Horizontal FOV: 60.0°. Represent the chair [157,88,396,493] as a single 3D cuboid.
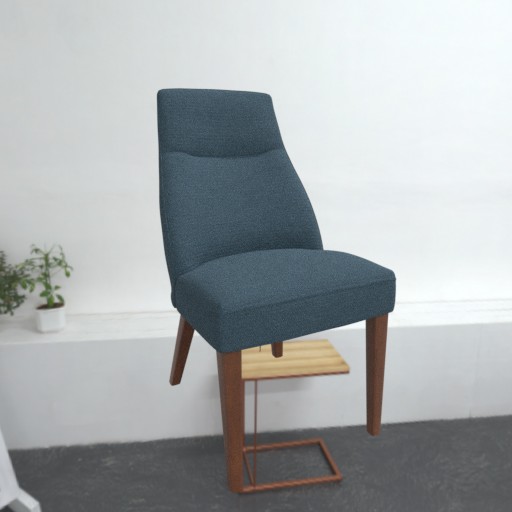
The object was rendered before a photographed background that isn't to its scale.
[{"bbox_3d":[0.000,0.000,1.260,0.500,0.930,0.620,-8,18,-27],"label":"chair"}]
